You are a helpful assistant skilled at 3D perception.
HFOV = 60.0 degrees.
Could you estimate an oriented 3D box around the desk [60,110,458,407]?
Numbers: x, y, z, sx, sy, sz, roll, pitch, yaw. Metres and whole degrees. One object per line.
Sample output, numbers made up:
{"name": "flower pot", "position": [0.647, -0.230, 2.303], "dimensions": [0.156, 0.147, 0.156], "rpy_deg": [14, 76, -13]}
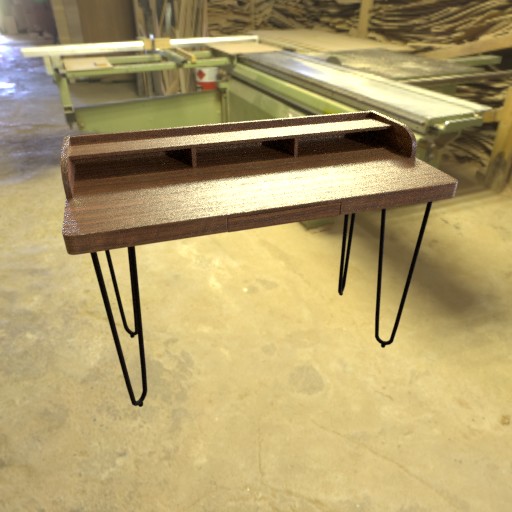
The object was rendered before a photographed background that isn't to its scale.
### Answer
{"name": "desk", "position": [0.000, 0.000, 1.664], "dimensions": [1.200, 0.854, 0.565], "rpy_deg": [-10, 33, -15]}
